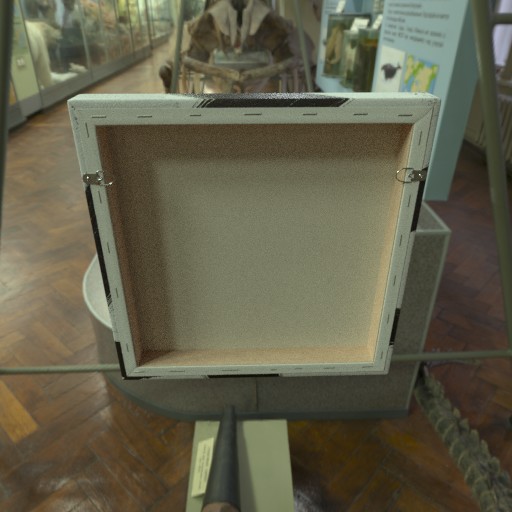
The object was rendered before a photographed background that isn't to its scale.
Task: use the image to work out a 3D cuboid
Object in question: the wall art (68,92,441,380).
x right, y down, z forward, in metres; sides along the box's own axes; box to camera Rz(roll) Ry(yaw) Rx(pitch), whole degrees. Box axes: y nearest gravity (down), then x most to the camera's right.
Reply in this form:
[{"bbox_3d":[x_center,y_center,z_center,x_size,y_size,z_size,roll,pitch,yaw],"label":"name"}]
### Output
[{"bbox_3d":[0.000,0.000,0.738,0.507,0.508,0.050,-1,29,-1],"label":"wall art"}]
